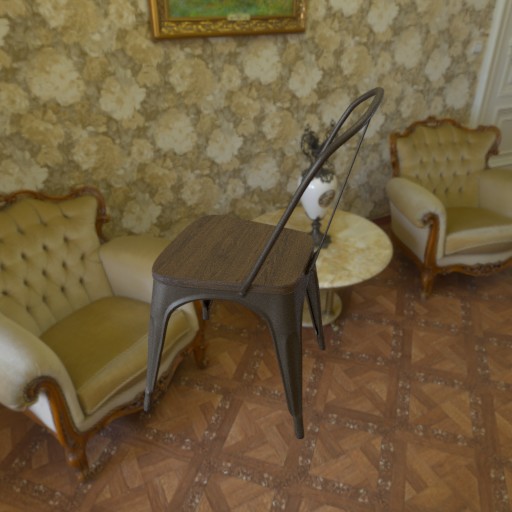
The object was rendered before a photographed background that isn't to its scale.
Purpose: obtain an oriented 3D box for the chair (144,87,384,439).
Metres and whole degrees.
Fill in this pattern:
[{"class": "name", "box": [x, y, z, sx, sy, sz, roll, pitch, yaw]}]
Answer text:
[{"class": "chair", "box": [0.000, 0.000, 1.158, 0.532, 0.844, 0.451, 9, 31, 15]}]
